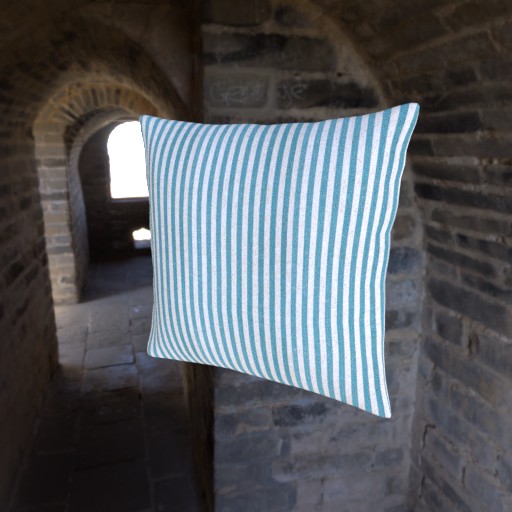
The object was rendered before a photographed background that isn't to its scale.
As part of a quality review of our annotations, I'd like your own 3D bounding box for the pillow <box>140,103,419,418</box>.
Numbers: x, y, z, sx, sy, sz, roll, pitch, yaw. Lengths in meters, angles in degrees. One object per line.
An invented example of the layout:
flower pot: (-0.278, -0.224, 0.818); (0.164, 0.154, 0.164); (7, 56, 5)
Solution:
pillow: (0.000, 0.000, 0.810); (0.523, 0.510, 0.166); (7, 15, 25)
